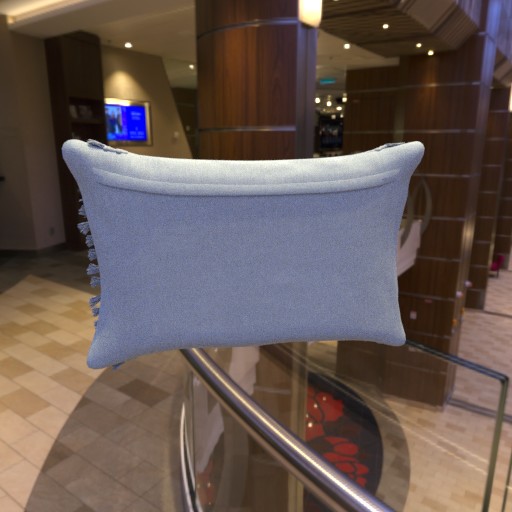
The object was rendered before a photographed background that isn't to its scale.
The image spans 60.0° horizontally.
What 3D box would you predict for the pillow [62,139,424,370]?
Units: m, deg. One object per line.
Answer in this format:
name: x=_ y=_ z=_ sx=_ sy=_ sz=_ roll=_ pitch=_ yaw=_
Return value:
pillow: x=0.000 y=0.000 z=0.599 sx=0.466 sy=0.305 sz=0.084 roll=-3 pitch=14 yaw=-10
